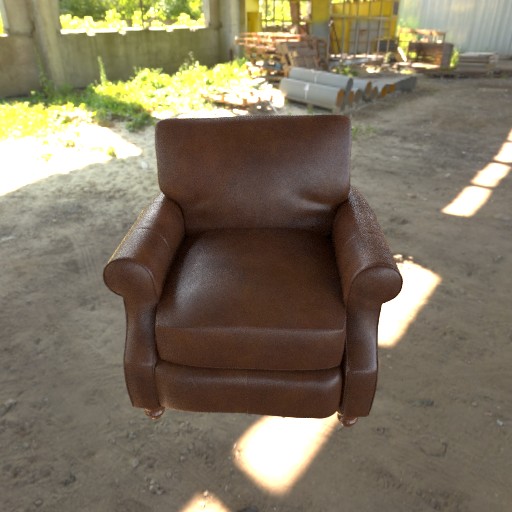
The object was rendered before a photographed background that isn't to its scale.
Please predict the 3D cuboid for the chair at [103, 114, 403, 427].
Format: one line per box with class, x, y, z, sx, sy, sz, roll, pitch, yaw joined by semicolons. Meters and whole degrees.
chair;0.000;0.000;1.761;0.989;0.972;0.992;1;28;3
